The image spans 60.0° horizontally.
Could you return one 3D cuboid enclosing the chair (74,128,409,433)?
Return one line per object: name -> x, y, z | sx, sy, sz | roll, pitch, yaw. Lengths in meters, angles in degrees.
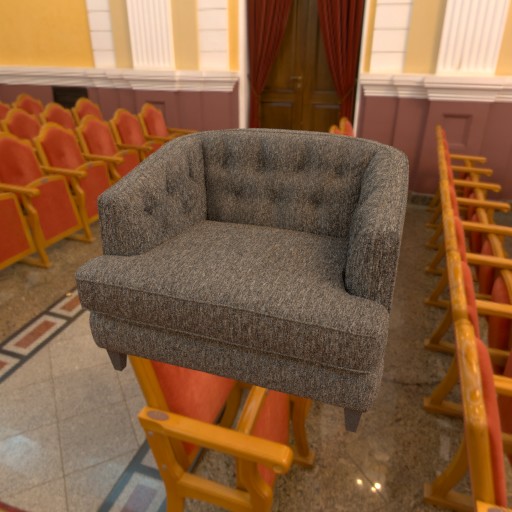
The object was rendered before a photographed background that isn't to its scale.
chair -> 0.000, 0.000, 1.798 | 1.104, 0.852, 0.941 | 9, 27, 17
